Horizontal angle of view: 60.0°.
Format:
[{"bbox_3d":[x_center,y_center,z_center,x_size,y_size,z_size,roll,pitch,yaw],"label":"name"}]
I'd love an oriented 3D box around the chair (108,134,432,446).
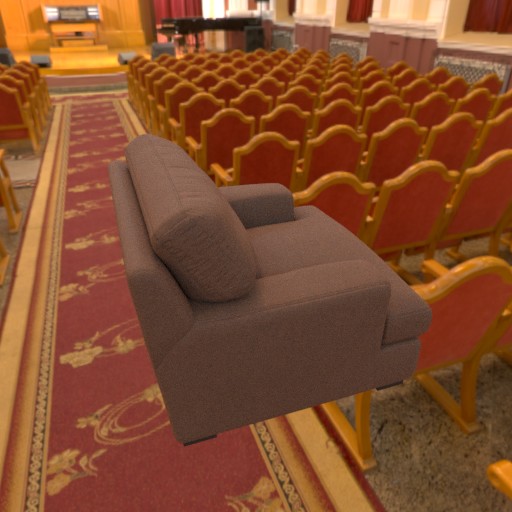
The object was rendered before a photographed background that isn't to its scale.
[{"bbox_3d":[0.000,0.000,2.006,1.143,0.940,1.168,-10,31,-17],"label":"chair"}]
